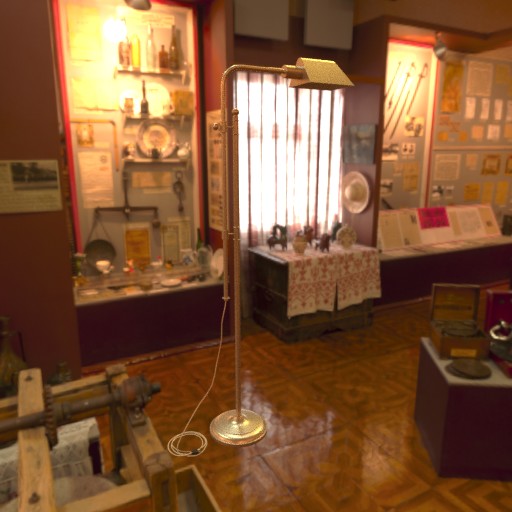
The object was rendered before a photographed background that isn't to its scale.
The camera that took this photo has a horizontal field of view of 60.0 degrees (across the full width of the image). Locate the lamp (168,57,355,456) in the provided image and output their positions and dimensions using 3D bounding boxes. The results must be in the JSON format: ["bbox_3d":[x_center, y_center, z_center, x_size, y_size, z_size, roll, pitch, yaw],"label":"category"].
[{"bbox_3d":[0.000,0.000,1.846,0.813,1.571,0.256,-6,14,-26],"label":"lamp"}]
